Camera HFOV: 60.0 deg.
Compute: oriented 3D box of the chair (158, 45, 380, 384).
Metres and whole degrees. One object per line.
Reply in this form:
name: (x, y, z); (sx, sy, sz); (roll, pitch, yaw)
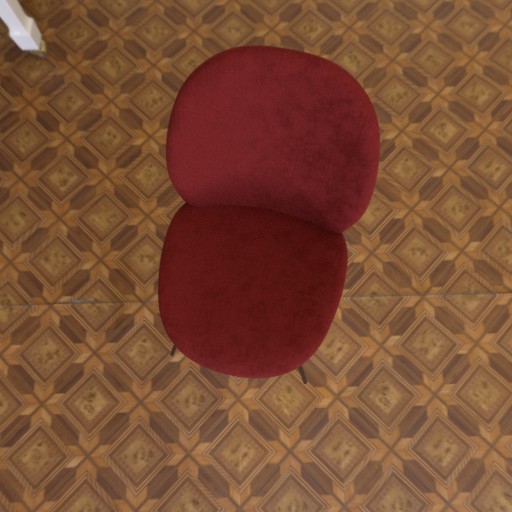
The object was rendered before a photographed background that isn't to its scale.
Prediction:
chair: (0.000, 0.000, 1.105); (0.458, 0.791, 0.587); (11, 75, 3)
